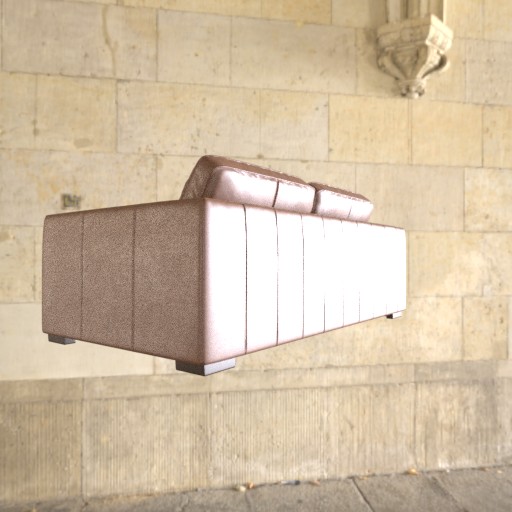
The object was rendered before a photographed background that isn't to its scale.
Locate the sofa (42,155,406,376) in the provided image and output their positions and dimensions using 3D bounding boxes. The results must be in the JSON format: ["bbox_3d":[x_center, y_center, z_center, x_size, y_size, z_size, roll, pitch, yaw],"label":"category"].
[{"bbox_3d":[0.000,0.000,2.478,1.070,0.800,1.920,0,0,37],"label":"sofa"}]
